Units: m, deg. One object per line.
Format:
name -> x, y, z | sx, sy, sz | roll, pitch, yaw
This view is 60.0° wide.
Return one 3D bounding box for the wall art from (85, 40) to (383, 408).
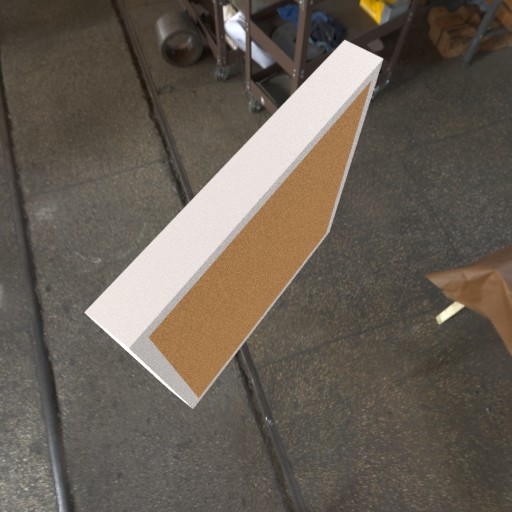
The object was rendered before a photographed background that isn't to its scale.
wall art -> 0.000, 0.000, 0.459 | 0.038, 0.302, 0.305 | 34, 69, 15
